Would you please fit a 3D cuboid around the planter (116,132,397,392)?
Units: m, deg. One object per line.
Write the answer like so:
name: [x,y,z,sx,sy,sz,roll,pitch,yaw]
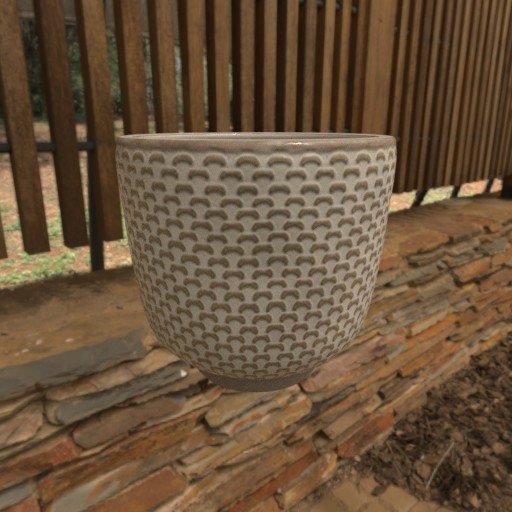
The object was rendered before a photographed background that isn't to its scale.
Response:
planter: [0.000,0.000,0.304,0.173,0.160,0.173,0,17,0]
